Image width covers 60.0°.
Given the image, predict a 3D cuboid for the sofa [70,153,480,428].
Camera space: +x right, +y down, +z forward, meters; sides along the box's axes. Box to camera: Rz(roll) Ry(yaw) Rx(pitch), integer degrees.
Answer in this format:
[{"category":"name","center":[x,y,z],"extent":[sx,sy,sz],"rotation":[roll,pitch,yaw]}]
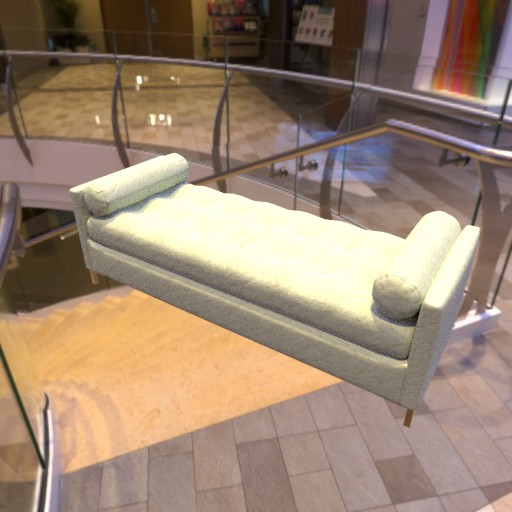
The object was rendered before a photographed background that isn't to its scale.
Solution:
[{"category":"sofa","center":[0.000,0.000,2.479],"extent":[2.102,0.705,0.796],"rotation":[18,35,28]}]
